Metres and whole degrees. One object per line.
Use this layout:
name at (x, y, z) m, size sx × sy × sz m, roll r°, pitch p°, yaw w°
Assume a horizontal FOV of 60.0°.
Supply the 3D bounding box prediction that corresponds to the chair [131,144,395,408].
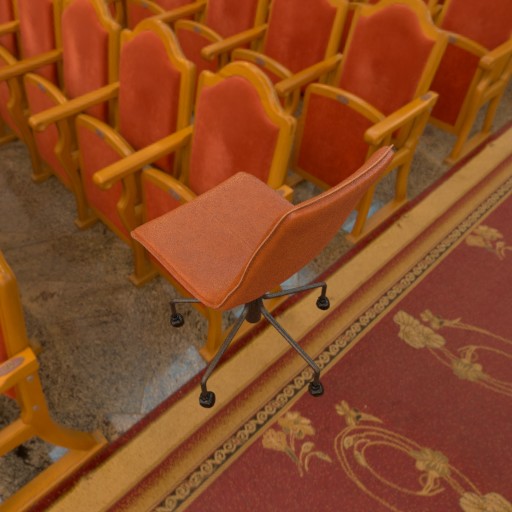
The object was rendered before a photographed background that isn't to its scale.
chair at (0.000, 0.000, 1.350) m, size 0.651 × 0.920 × 0.660 m, roll -34°, pitch 56°, yaw -27°
